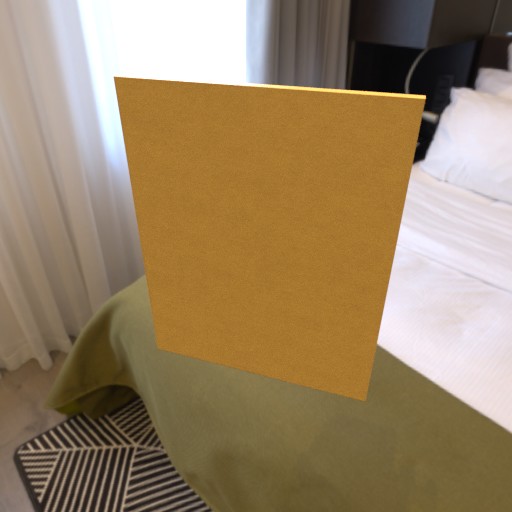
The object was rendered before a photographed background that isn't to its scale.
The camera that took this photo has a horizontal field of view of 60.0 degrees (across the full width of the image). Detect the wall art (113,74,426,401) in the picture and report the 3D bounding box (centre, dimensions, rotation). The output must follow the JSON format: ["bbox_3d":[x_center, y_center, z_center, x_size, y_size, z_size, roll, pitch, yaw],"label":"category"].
[{"bbox_3d":[0.000,0.000,1.364,0.798,1.002,0.030,10,34,16],"label":"wall art"}]
